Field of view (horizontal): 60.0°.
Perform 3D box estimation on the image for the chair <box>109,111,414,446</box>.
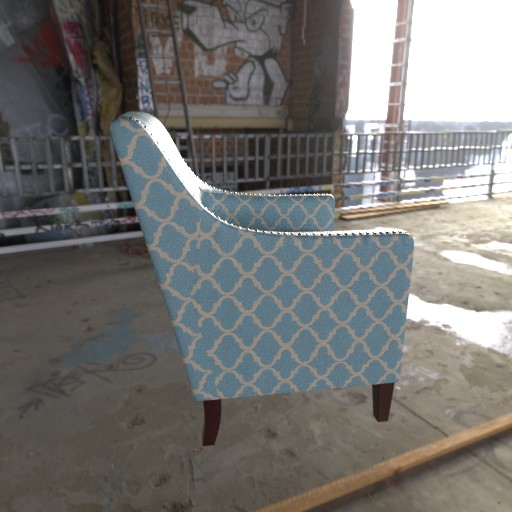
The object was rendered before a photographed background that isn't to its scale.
[{"bbox_3d":[0.000,0.000,1.323,0.686,0.817,0.617,-3,17,-9],"label":"chair"}]
